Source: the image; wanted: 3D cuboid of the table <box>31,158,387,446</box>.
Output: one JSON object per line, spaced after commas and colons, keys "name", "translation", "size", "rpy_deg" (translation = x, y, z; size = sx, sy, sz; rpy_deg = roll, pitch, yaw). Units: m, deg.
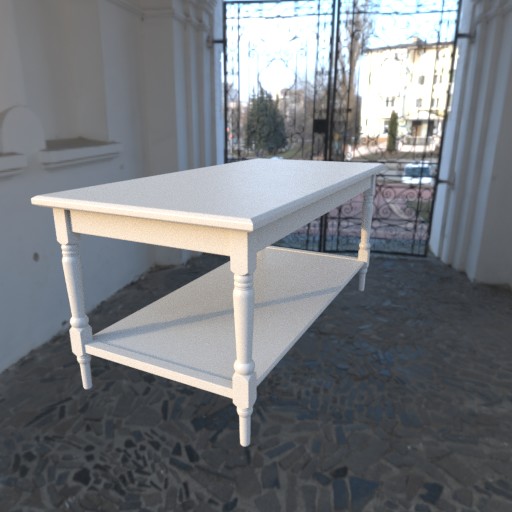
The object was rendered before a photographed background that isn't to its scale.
{"name": "table", "translation": [0.000, 0.000, 1.403], "size": [0.551, 0.506, 1.109], "rpy_deg": [8, 19, 26]}
